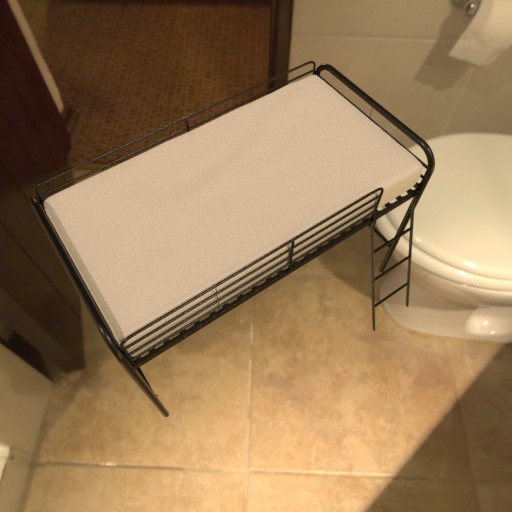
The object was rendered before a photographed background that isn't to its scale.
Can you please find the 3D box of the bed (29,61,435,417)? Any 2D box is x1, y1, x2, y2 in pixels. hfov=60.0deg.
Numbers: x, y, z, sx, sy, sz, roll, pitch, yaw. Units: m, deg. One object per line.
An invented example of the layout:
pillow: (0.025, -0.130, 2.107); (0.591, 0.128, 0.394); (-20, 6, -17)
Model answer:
bed: (0.000, 0.000, 2.818); (1.968, 1.289, 1.393); (-31, 63, -17)
